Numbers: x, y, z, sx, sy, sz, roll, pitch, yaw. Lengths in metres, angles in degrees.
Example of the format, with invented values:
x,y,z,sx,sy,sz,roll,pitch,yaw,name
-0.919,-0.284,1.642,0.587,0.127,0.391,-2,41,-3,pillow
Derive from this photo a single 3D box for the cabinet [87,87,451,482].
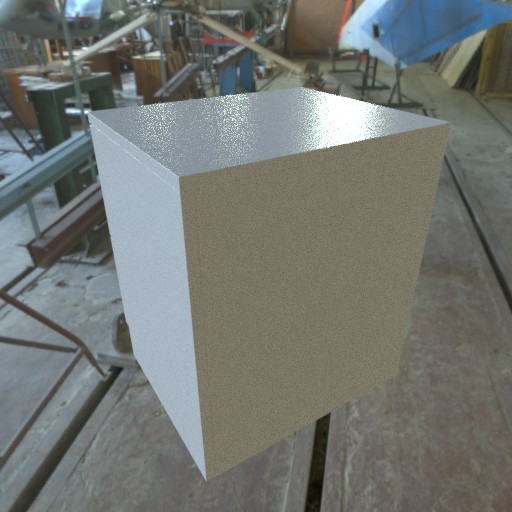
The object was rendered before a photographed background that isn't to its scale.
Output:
x,y,z,sx,sy,sz,roll,pitch,yaw,name
0.000,0.000,0.758,0.400,0.470,0.360,-18,34,-28,cabinet
